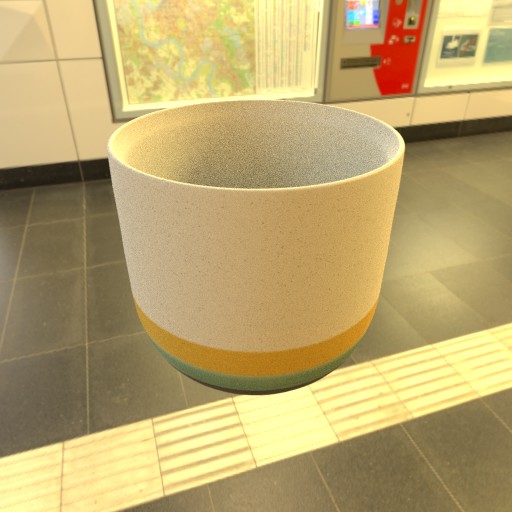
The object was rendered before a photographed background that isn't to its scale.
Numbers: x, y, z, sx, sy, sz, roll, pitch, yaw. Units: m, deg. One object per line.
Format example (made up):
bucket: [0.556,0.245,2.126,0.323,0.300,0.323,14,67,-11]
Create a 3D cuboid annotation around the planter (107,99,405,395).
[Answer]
planter: [0.000,0.000,0.481,0.268,0.270,0.268,0,32,0]
